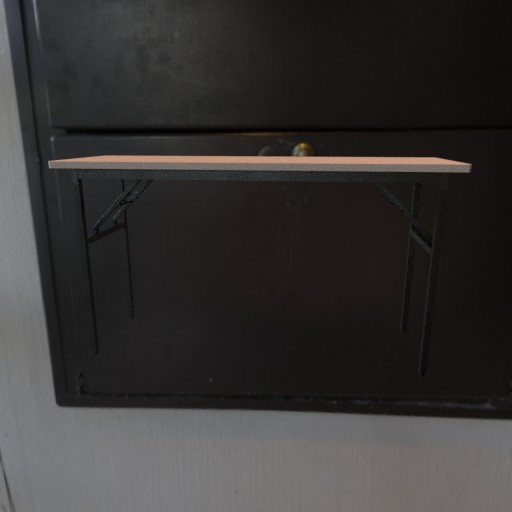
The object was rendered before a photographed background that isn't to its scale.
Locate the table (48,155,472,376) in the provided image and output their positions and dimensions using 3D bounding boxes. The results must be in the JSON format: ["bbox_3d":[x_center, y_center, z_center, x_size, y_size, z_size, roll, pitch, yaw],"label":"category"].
[{"bbox_3d":[0.000,0.000,1.755,1.397,0.750,0.447,2,15,7],"label":"table"}]
